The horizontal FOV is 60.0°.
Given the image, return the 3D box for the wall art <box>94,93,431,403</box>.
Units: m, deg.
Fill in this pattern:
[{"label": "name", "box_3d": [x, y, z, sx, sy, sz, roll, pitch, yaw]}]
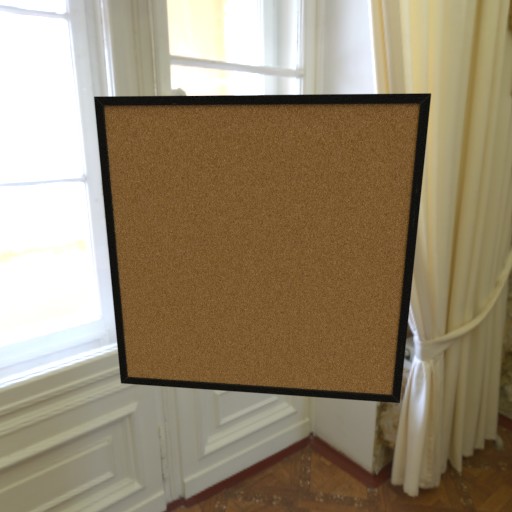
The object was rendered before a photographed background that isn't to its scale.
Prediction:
[{"label": "wall art", "box_3d": [0.000, 0.000, 1.115, 0.761, 0.761, 0.037, 2, 16, 7]}]
